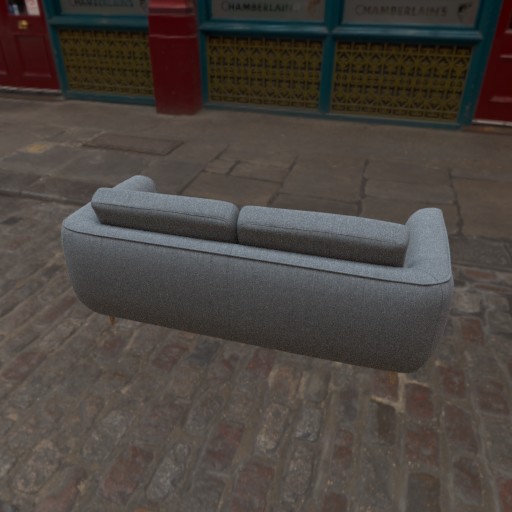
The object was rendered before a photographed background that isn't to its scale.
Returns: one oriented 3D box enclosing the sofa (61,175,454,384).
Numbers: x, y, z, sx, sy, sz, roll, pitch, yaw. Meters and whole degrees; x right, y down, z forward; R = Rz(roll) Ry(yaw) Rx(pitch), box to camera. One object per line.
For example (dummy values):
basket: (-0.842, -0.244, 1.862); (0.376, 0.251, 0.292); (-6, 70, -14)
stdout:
sofa: (0.000, 0.000, 2.502); (2.000, 0.870, 0.920); (9, 32, 14)
